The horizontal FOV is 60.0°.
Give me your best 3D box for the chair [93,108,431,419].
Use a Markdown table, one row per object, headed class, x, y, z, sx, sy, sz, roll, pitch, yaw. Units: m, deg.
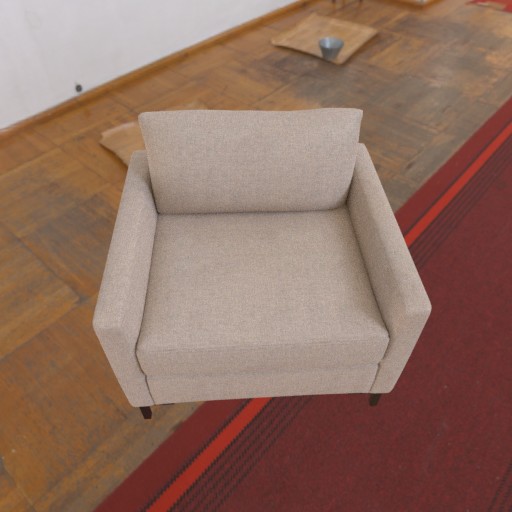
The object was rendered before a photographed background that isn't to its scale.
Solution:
| class | x | y | z | sx | sy | sz | roll | pitch | yaw |
| --- | --- | --- | --- | --- | --- | --- | --- | --- | --- |
| chair | 0.000 | 0.000 | 1.622 | 0.963 | 0.861 | 0.866 | -2 | 47 | -2 |
